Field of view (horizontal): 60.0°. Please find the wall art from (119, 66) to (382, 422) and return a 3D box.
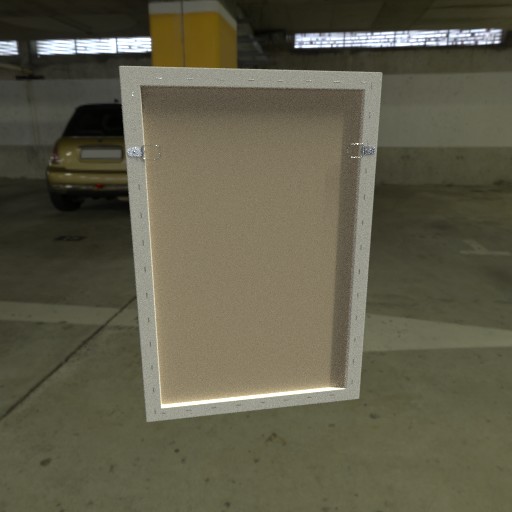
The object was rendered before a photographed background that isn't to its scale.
[{"bbox_3d":[0.000,0.000,1.175,0.624,0.914,0.043,-3,16,-10],"label":"wall art"}]
